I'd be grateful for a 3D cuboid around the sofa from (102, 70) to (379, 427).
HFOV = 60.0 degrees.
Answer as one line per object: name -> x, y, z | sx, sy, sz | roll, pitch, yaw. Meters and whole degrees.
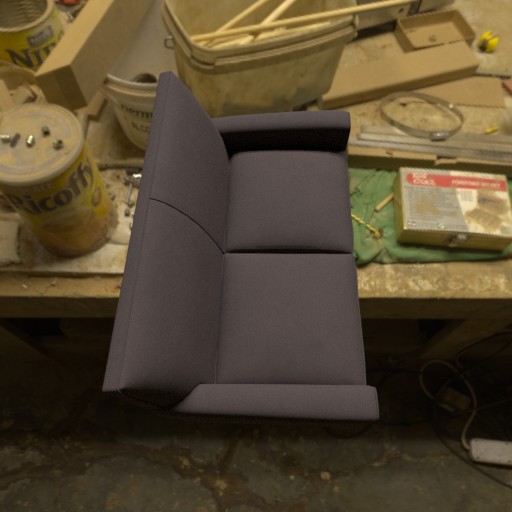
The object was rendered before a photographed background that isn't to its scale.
sofa -> 0.000, 0.000, 1.961 | 0.871, 0.846, 1.420 | 1, 62, 1
